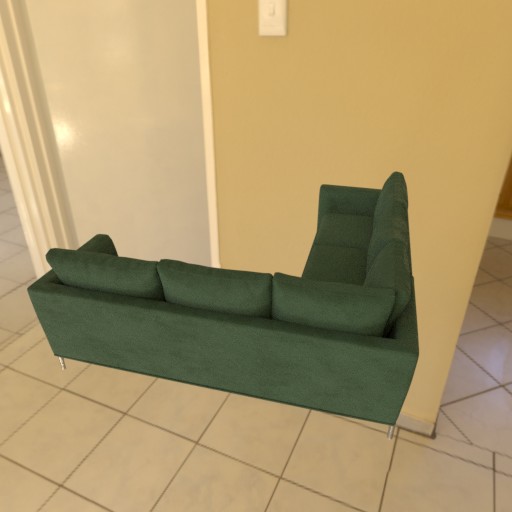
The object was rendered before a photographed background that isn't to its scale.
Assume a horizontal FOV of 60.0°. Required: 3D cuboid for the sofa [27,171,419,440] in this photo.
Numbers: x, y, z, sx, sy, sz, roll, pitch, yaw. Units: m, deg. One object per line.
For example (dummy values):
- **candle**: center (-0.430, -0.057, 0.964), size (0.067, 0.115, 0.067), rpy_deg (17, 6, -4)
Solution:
- **sofa**: center (0.000, 0.000, 3.756), size (2.452, 1.004, 2.468), rpy_deg (8, 30, 13)
